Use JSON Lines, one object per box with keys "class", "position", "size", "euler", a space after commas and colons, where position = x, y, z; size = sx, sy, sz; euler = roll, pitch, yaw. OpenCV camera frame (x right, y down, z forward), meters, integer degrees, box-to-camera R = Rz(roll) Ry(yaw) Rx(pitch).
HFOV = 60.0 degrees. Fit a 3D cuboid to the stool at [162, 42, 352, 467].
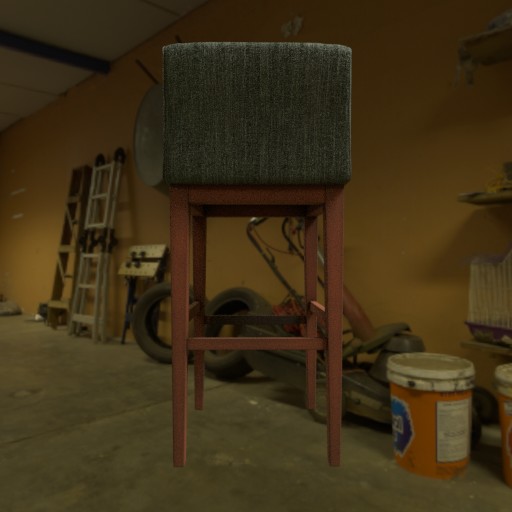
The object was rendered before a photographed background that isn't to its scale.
{"class": "stool", "position": [0.000, 0.000, 1.214], "size": [0.426, 0.965, 0.499], "euler": [0, -1, -1]}
